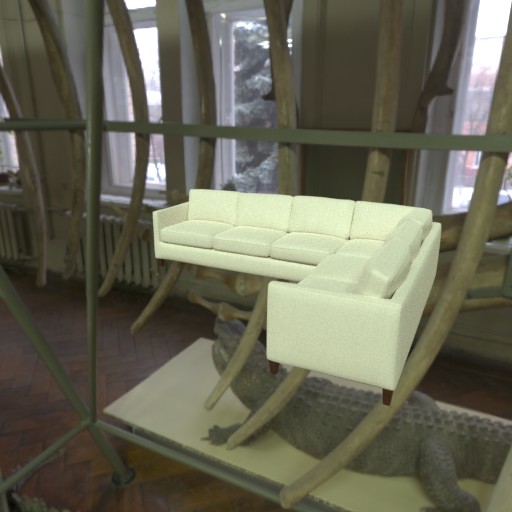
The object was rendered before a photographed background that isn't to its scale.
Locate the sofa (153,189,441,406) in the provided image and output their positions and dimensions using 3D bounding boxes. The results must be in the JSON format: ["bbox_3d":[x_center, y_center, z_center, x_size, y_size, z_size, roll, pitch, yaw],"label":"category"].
[{"bbox_3d":[0.000,0.000,4.540,3.302,0.947,2.593,9,19,26],"label":"sofa"}]
